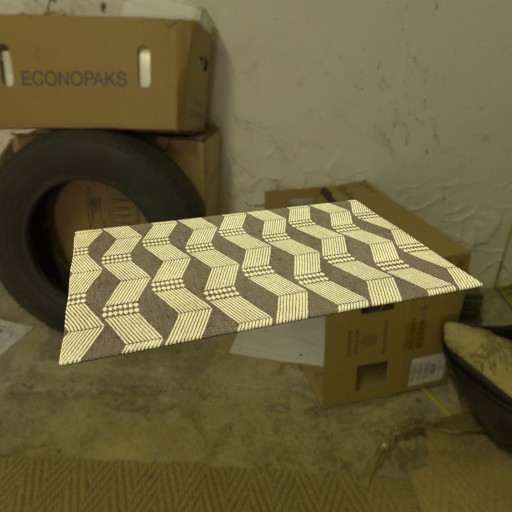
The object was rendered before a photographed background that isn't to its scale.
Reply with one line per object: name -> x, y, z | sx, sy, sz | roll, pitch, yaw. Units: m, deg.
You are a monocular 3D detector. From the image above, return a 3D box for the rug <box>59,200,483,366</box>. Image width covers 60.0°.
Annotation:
rug -> 0.000, 0.000, 2.317 | 1.833, 0.016, 1.210 | -8, 28, -15
